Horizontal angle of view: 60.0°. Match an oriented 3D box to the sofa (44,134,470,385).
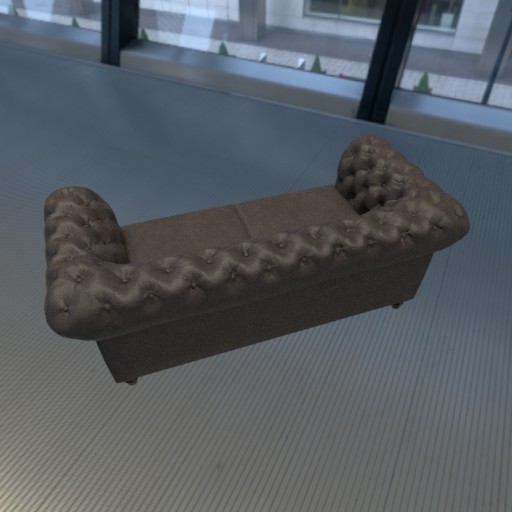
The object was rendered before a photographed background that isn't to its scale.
[{"bbox_3d":[0.000,0.000,2.437,2.048,0.779,0.944,-13,43,-14],"label":"sofa"}]
